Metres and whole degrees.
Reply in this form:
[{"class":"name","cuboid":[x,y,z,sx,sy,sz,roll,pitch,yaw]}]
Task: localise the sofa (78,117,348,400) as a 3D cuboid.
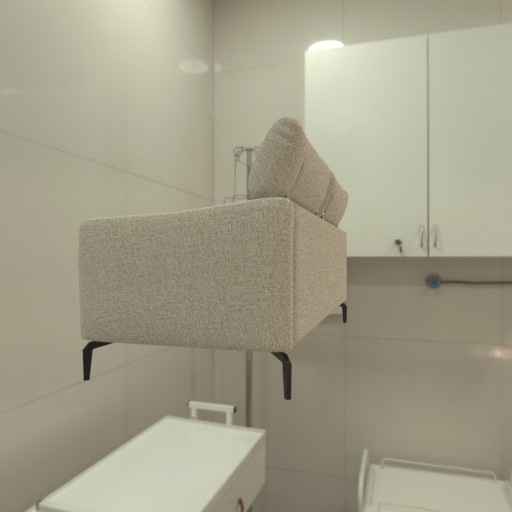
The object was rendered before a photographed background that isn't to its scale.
[{"class":"sofa","cuboid":[0.000,0.000,2.451,0.856,0.956,2.015,0,0,17]}]
